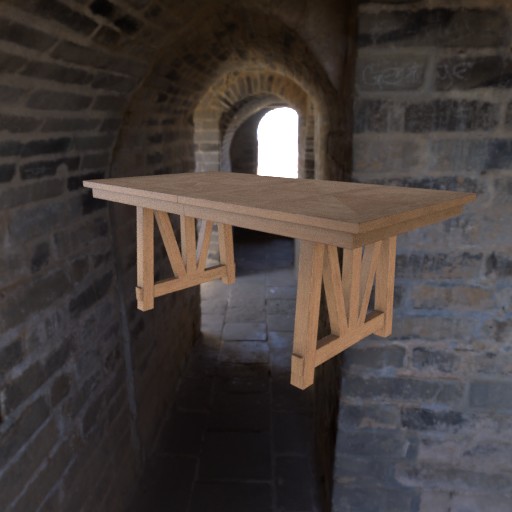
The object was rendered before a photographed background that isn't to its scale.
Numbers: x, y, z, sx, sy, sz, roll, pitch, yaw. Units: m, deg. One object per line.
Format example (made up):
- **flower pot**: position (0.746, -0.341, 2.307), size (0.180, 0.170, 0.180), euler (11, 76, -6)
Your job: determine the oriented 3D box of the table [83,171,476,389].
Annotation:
- **table**: position (0.000, 0.000, 2.450), size (1.881, 0.768, 1.016), euler (14, 21, 42)
